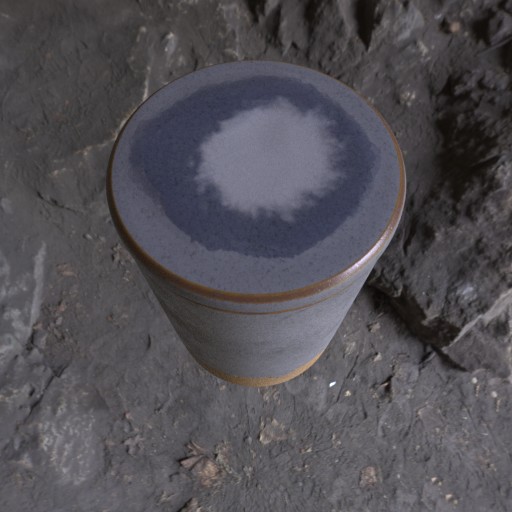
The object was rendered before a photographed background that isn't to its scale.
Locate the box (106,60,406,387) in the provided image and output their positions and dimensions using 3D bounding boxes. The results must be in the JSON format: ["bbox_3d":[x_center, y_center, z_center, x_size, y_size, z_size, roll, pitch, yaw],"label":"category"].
[{"bbox_3d":[0.000,0.000,0.247,0.118,0.168,0.118,0,64,0],"label":"box"}]
